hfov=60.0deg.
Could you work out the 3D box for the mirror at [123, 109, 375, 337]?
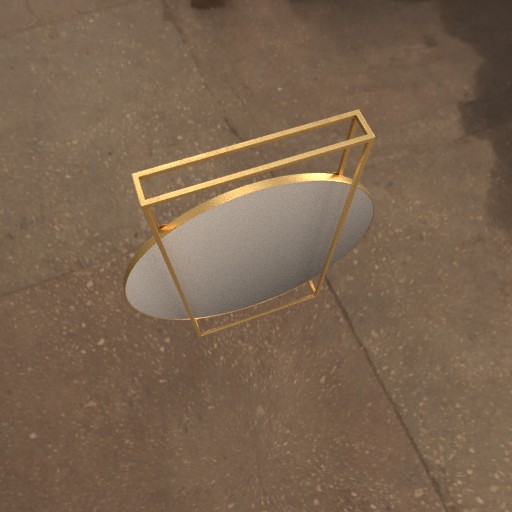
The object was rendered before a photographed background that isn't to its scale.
[{"bbox_3d":[0.000,0.000,0.841,0.508,0.603,0.051,-18,66,-8],"label":"mirror"}]
